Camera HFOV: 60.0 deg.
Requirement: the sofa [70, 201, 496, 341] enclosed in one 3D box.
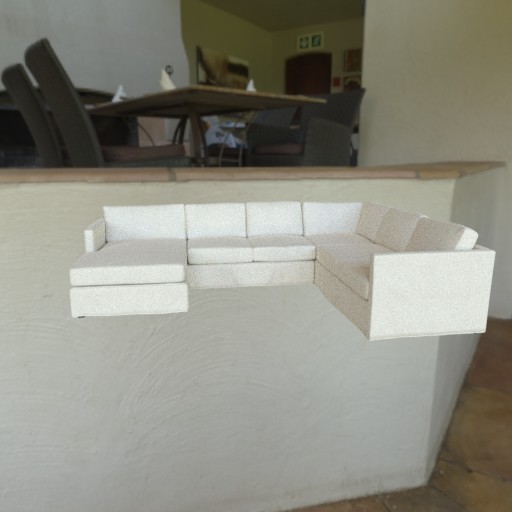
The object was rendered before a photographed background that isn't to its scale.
[{"bbox_3d":[0.000,0.000,4.441,3.464,0.882,2.448,-2,13,-9],"label":"sofa"}]
